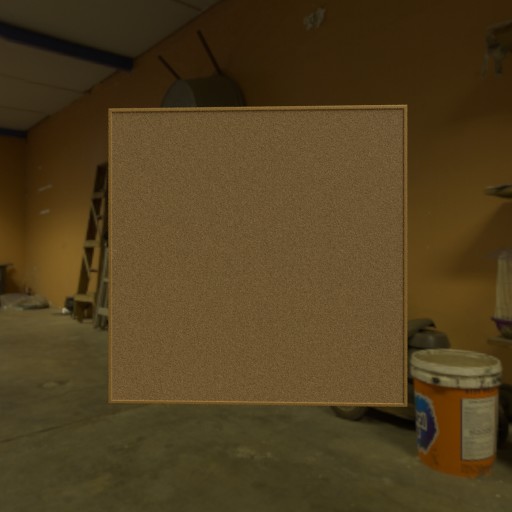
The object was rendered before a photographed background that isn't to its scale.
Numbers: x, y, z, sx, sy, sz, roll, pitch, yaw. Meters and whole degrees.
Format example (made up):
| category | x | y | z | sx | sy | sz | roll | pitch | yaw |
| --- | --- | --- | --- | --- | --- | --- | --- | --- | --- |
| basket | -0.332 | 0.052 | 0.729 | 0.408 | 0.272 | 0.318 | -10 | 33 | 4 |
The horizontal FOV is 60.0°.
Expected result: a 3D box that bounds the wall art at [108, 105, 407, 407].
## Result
| category | x | y | z | sx | sy | sz | roll | pitch | yaw |
| --- | --- | --- | --- | --- | --- | --- | --- | --- | --- |
| wall art | 0.000 | 0.000 | 0.981 | 0.657 | 0.655 | 0.014 | 0 | 0 | 2 |
